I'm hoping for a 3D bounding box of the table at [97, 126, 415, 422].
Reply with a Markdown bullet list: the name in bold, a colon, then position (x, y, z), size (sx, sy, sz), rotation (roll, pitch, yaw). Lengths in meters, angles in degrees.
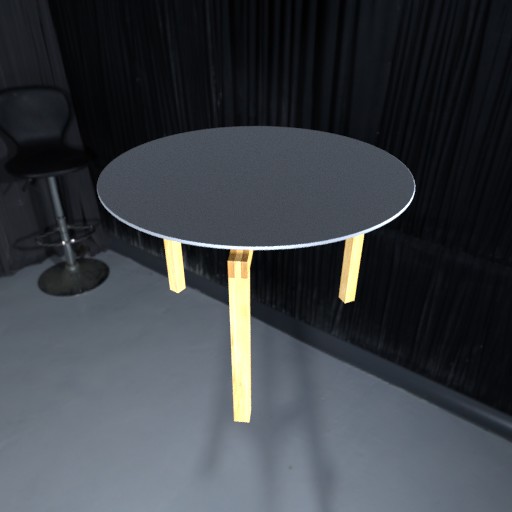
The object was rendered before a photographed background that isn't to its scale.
- **table**: position (0.000, 0.000, 0.981), size (0.600, 0.405, 0.600), rotation (0, 32, 0)
